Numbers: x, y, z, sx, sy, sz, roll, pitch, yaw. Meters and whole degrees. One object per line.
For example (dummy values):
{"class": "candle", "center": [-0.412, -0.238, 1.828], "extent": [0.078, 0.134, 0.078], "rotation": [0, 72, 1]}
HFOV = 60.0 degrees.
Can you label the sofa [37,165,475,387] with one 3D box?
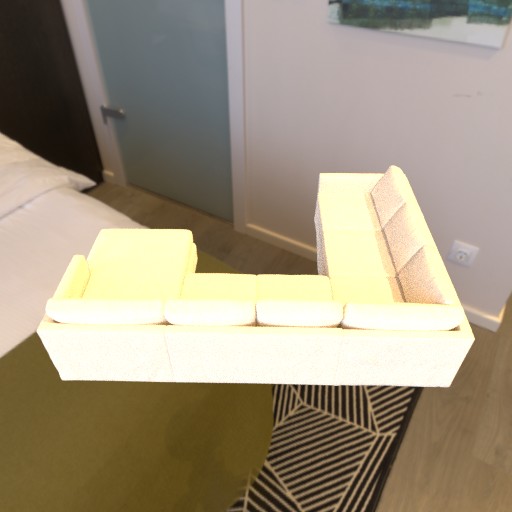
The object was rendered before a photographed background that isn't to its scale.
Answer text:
{"class": "sofa", "center": [0.000, 0.000, 4.514], "extent": [3.460, 0.882, 2.427], "rotation": [1, 42, 1]}
